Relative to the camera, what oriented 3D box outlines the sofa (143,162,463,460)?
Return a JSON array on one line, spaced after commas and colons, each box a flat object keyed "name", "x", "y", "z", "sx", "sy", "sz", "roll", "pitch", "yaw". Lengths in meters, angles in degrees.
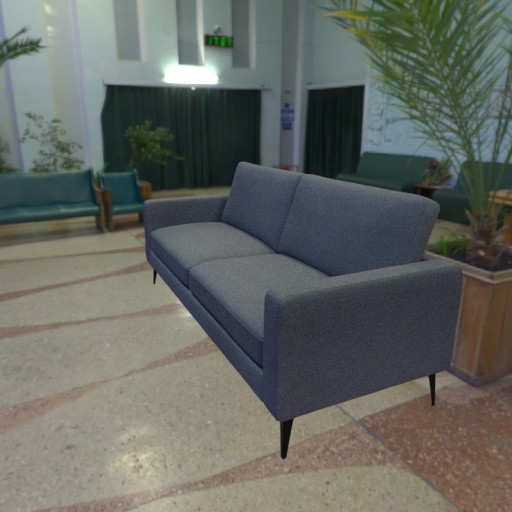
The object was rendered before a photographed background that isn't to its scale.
[{"name": "sofa", "x": 0.000, "y": 0.000, "z": 2.315, "sx": 0.774, "sy": 0.828, "sz": 1.925, "roll": -8, "pitch": 18, "yaw": -24}]
